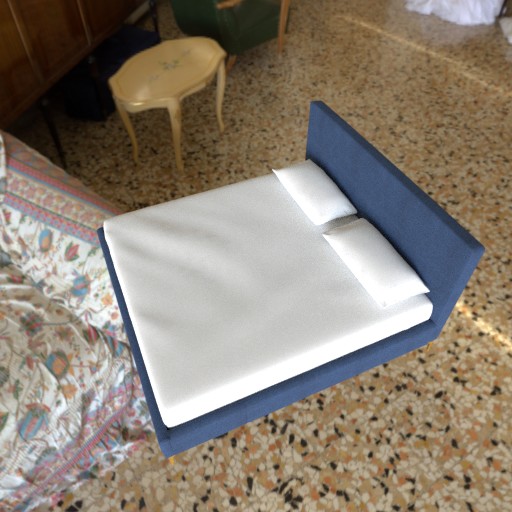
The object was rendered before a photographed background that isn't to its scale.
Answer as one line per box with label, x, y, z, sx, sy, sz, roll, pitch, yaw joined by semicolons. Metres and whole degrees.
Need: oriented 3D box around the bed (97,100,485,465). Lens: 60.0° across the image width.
bed;0.000;0.000;3.528;2.232;1.231;2.096;-18;50;-16
